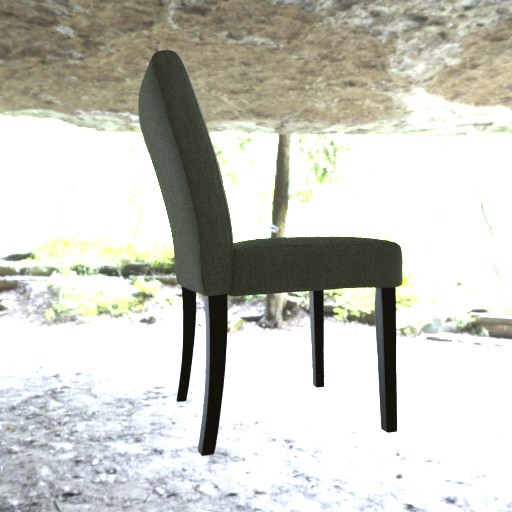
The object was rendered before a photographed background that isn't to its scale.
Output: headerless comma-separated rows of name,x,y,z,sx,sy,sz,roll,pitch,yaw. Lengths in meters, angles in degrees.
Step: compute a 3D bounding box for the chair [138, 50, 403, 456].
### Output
chair,0.000,0.000,1.227,0.629,0.884,0.487,0,0,-18
